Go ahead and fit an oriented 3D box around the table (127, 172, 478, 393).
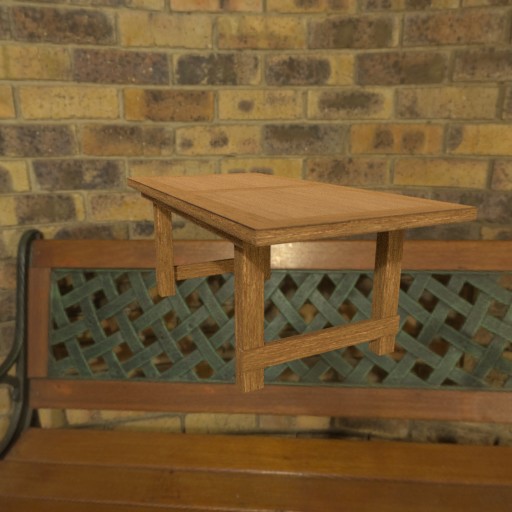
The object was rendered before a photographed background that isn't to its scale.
[{"bbox_3d":[0.000,0.000,2.513,1.000,0.762,1.982,-7,17,-26],"label":"table"}]
